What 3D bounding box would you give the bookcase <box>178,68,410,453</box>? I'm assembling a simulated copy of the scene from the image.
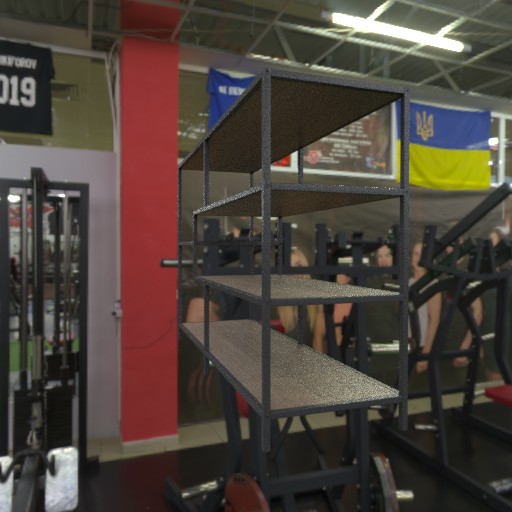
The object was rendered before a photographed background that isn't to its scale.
[{"bbox_3d":[0.000,0.000,1.492,0.350,0.780,1.140,0,1,-19],"label":"bookcase"}]
